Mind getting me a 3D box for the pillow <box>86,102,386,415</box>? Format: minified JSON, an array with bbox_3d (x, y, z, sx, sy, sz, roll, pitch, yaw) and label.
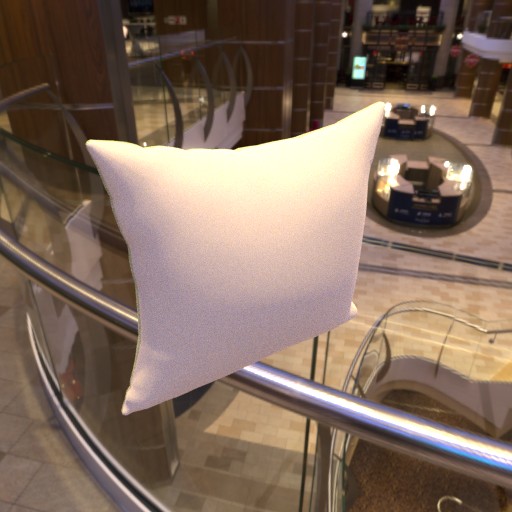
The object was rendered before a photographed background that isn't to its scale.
[{"bbox_3d":[0.000,0.000,0.797,0.560,0.487,0.229,-17,34,-28],"label":"pillow"}]
